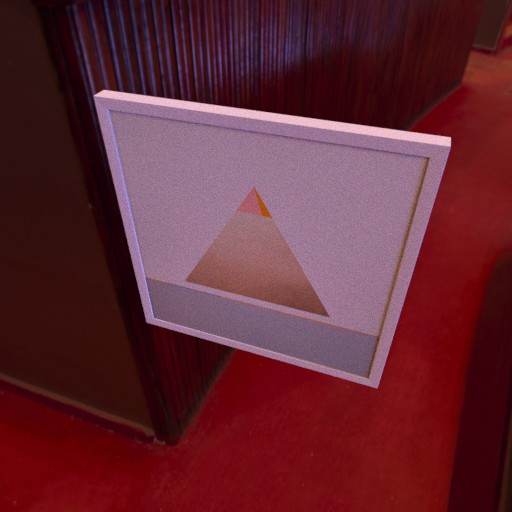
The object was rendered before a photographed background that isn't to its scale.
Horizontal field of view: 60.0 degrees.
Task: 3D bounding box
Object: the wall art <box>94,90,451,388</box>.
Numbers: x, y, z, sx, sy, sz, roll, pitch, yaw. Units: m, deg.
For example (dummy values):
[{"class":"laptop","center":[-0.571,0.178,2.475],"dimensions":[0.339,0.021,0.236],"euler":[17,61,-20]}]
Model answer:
[{"class":"wall art","center":[0.000,0.000,1.166],"dimensions":[0.768,0.765,0.041],"euler":[13,41,15]}]
